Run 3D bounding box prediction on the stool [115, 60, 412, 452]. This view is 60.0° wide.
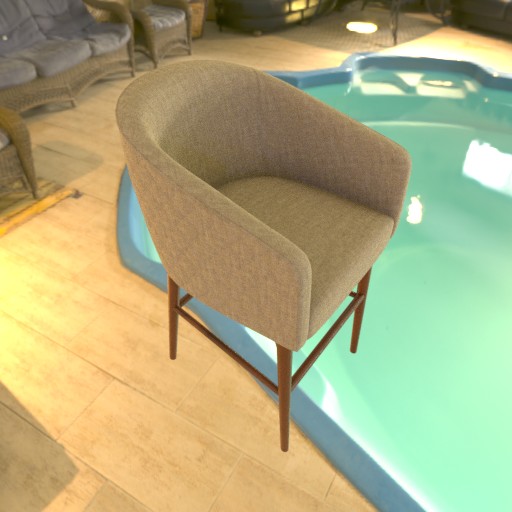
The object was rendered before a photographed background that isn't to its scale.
[{"bbox_3d":[0.000,0.000,1.304,0.635,0.952,0.559,26,47,27],"label":"stool"}]
